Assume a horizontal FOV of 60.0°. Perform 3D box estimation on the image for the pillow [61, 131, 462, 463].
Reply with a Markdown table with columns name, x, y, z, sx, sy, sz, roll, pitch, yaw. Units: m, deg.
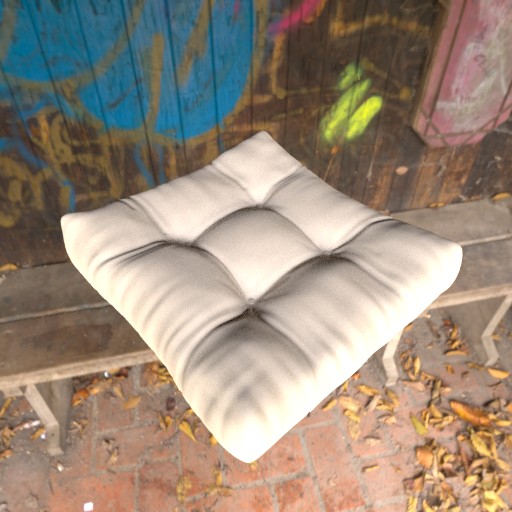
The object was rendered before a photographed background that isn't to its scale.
| name | x | y | z | sx | sy | sz | roll | pitch | yaw |
| --- | --- | --- | --- | --- | --- | --- | --- | --- | --- |
| pillow | 0.000 | 0.000 | 0.733 | 0.468 | 0.128 | 0.490 | -31 | 52 | -28 |
